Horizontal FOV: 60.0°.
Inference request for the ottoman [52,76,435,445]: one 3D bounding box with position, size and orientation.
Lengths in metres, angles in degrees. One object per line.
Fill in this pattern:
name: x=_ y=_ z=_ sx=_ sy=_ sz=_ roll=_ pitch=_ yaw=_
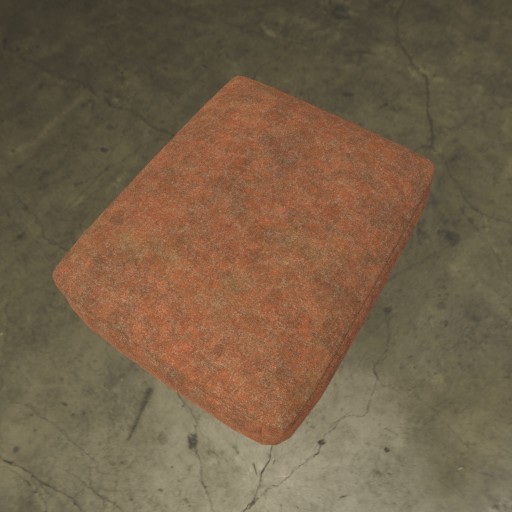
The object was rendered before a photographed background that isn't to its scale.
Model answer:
ottoman: x=0.000 y=0.000 z=1.165 sx=0.635 sy=0.508 sz=0.787 roll=29 pitch=66 yaw=14
